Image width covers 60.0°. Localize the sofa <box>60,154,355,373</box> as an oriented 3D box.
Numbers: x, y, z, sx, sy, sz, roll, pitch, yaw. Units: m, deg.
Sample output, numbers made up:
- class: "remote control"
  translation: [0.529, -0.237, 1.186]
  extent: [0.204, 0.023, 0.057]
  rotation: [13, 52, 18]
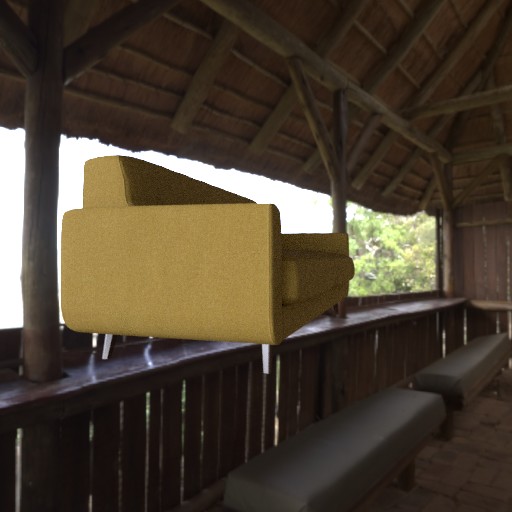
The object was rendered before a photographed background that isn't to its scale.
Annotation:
- class: "sofa"
  translation: [0.000, 0.000, 2.506]
  extent: [0.909, 0.841, 2.029]
  rotation: [0, 0, 19]
